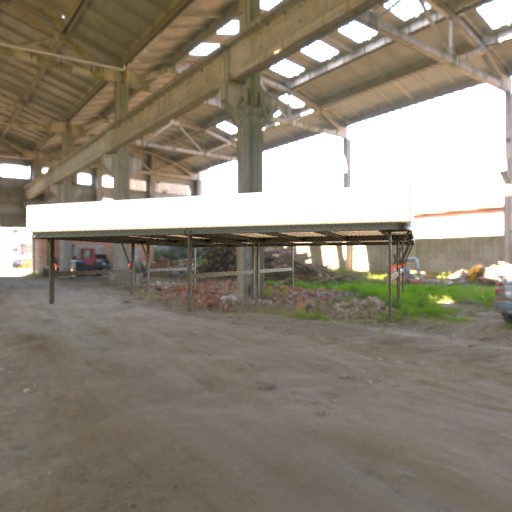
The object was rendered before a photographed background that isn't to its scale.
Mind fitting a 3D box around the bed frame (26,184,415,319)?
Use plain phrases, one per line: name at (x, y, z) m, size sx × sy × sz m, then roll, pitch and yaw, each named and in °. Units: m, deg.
bed frame at (0.000, 0.000, 3.031) m, size 2.032 × 0.559 × 1.930 m, roll 0°, pitch -1°, yaw 20°
